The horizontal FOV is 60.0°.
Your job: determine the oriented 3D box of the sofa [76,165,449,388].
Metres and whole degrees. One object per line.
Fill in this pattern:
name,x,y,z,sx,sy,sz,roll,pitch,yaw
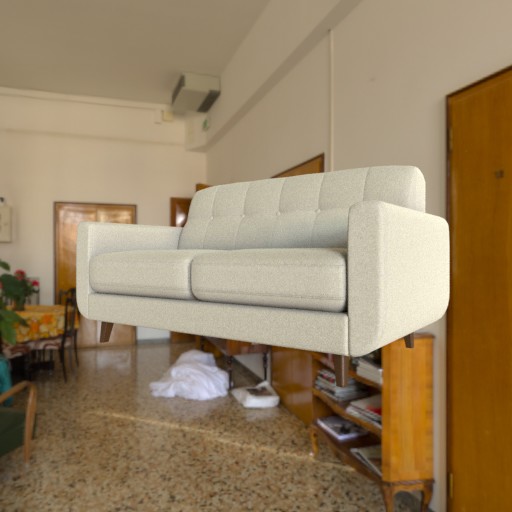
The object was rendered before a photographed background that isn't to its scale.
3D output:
sofa,0.000,0.000,2.237,1.655,0.892,0.980,0,0,36
